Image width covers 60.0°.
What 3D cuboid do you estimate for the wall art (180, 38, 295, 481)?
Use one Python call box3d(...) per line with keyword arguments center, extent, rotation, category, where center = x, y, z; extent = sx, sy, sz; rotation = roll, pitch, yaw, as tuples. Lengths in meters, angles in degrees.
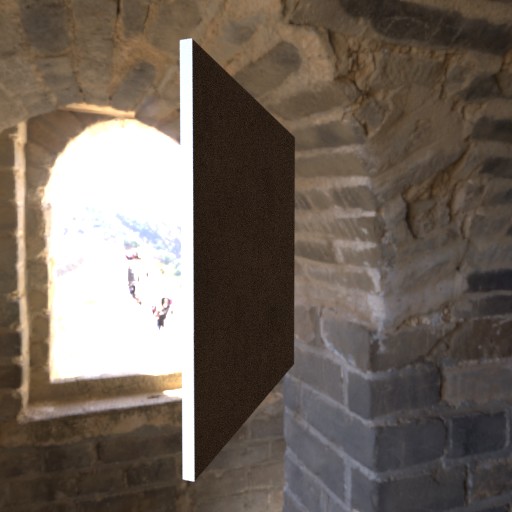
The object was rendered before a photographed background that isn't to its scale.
box3d(center=(0.000, 0.000, 0.978), extent=(0.020, 0.661, 0.664), rotation=(1, 2, 18), category="wall art")
